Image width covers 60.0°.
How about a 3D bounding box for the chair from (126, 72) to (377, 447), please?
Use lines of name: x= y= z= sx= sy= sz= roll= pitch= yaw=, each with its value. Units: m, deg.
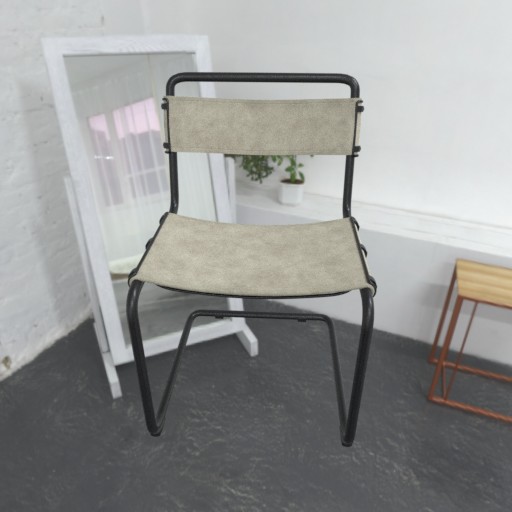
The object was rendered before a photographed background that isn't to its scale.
chair: x=0.000 y=0.000 z=1.047 sx=0.499 sy=0.747 sz=0.497 roll=2 pitch=30 yaw=3
